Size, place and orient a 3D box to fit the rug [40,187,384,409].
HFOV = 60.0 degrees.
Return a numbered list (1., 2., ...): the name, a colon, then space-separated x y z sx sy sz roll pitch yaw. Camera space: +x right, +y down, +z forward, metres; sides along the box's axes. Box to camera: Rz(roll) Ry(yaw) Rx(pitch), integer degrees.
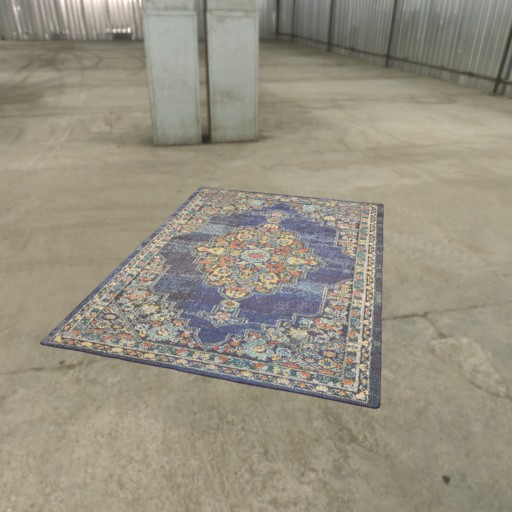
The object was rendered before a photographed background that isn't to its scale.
1. rug: 0.000 0.000 2.930 1.630 0.009 2.232 7 30 13
